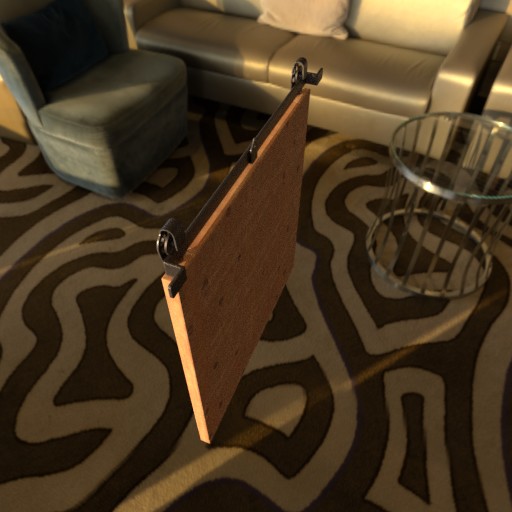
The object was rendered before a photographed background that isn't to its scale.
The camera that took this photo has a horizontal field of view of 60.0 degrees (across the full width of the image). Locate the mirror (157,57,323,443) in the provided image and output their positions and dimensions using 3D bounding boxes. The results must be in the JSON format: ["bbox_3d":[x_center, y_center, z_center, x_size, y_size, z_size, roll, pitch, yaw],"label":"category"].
[{"bbox_3d":[0.000,0.000,1.180,0.054,0.800,0.805,17,50,15],"label":"mirror"}]
